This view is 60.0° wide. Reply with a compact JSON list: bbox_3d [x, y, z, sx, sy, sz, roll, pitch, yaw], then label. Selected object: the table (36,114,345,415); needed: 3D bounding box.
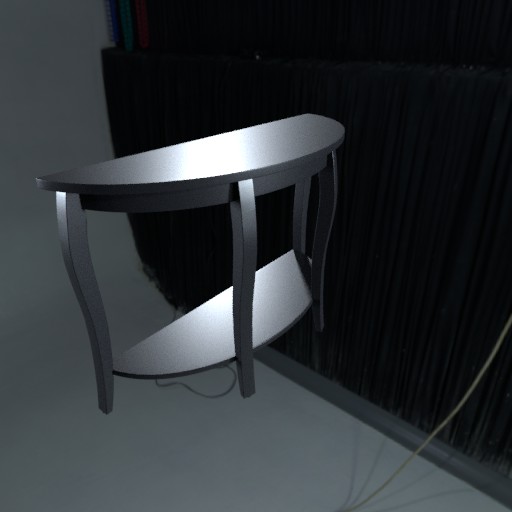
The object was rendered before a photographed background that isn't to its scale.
[{"bbox_3d":[0.000,0.000,1.564,0.394,0.780,1.219,20,33,34],"label":"table"}]
